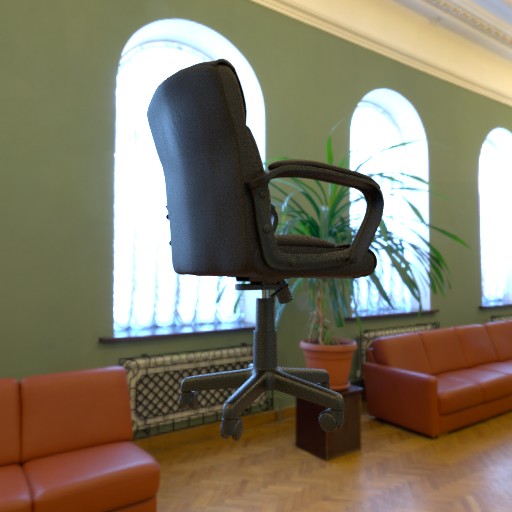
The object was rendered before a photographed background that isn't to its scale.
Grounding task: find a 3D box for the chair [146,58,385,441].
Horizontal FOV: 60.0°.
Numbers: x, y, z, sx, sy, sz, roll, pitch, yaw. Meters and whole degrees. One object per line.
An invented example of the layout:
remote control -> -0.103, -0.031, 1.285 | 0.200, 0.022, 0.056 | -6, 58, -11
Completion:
chair -> 0.000, 0.000, 1.402 | 0.641, 0.998, 0.576 | 2, -3, -36
